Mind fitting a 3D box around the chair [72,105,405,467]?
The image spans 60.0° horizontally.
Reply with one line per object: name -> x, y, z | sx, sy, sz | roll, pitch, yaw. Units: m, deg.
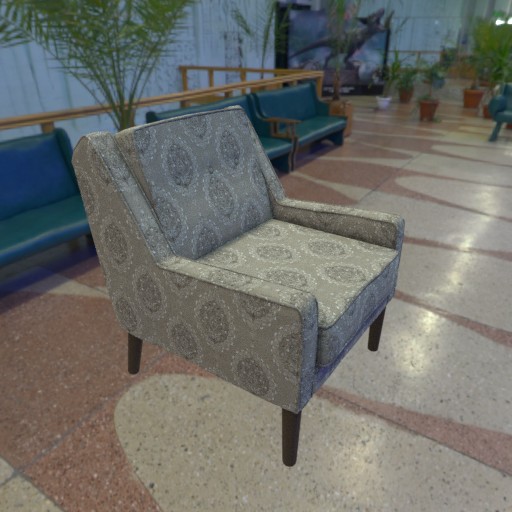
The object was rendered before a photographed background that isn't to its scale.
chair -> 0.000, 0.000, 1.359 | 0.750, 0.797, 0.665 | 17, 31, 31
